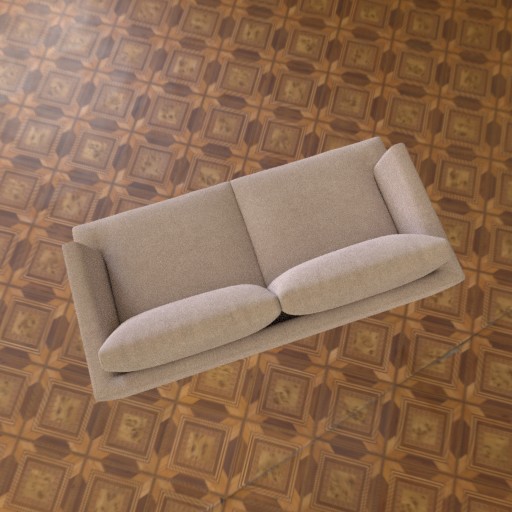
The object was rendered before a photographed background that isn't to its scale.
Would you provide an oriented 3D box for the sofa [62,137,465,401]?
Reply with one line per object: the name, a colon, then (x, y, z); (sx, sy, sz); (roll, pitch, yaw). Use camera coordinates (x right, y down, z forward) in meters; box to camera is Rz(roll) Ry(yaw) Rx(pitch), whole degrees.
sofa: (0.000, 0.000, 2.513); (1.948, 0.868, 1.020); (-17, 75, -5)
